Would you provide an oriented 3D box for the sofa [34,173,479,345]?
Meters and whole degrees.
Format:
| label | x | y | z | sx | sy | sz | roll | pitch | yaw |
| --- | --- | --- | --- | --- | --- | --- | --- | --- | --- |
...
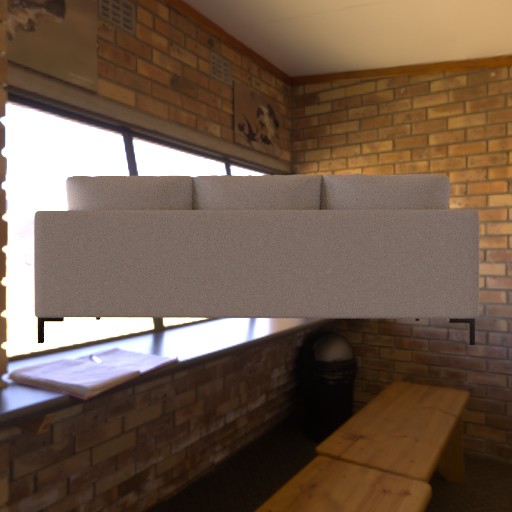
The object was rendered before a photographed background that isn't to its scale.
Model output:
| label | x | y | z | sx | sy | sz | roll | pitch | yaw |
| --- | --- | --- | --- | --- | --- | --- | --- | --- | --- |
| sofa | 0.000 | 0.000 | 2.610 | 2.218 | 0.874 | 0.859 | 0 | 0 | 1 |
